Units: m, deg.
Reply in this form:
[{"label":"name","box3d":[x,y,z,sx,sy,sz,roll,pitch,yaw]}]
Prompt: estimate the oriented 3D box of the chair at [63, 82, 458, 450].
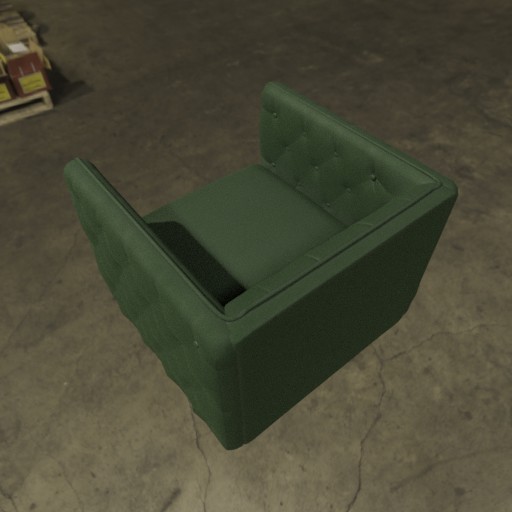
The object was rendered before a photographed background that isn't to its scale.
[{"label":"chair","box3d":[0.000,0.000,1.576,0.917,0.768,0.855,-31,55,-25]}]
